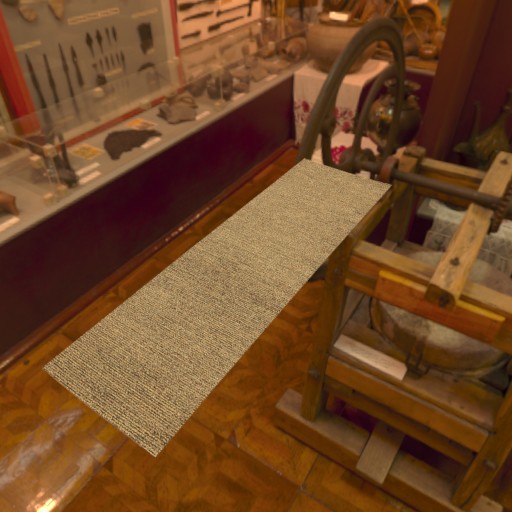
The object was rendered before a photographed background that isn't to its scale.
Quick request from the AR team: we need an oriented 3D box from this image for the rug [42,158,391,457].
[{"bbox_3d":[0.000,0.000,2.532,0.697,0.013,2.335,25,47,26],"label":"rug"}]
